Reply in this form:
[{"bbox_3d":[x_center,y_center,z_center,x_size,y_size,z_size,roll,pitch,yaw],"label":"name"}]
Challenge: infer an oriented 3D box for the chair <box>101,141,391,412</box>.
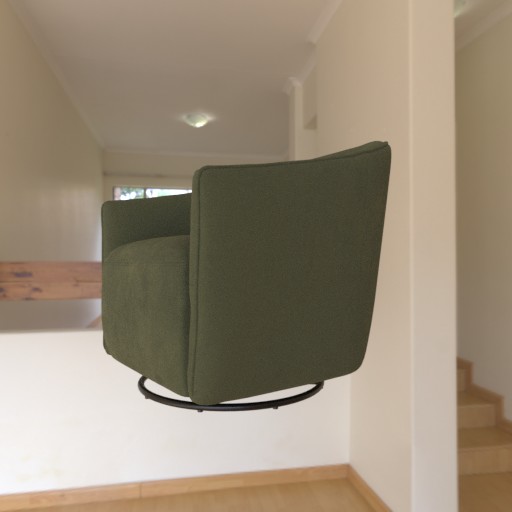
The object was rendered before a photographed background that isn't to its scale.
[{"bbox_3d":[0.000,0.000,1.455,0.875,0.799,0.747,0,-1,-36],"label":"chair"}]
